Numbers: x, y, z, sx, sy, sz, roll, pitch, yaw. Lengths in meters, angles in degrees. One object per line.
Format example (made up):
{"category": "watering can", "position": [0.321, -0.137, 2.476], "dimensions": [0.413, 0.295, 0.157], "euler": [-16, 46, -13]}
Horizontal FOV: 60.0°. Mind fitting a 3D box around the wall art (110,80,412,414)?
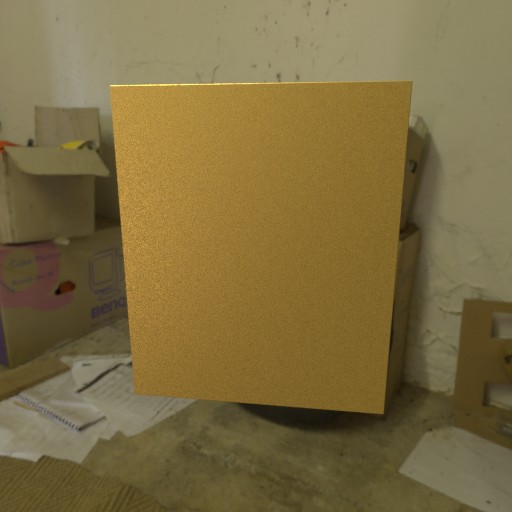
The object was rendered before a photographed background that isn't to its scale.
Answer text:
{"category": "wall art", "position": [0.000, 0.000, 0.885], "dimensions": [0.537, 0.642, 0.048], "euler": [2, 15, 8]}
